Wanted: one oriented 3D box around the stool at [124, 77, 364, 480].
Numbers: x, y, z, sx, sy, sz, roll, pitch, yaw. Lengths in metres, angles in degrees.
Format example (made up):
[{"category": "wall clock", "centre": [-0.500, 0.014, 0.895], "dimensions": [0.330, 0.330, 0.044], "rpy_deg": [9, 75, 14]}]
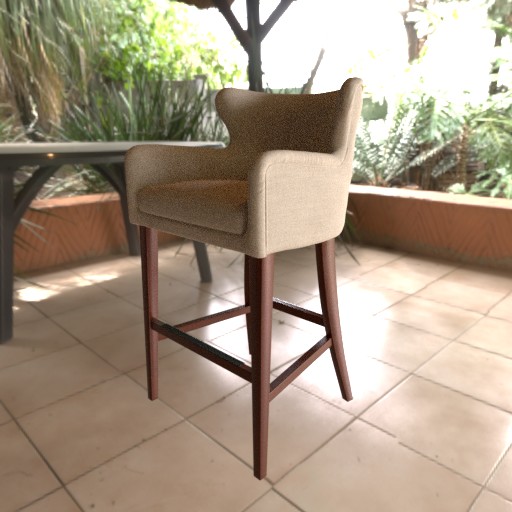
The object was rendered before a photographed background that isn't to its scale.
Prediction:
[{"category": "stool", "centre": [0.000, 0.000, 1.387], "dimensions": [0.556, 1.034, 0.563], "rpy_deg": [15, 22, 42]}]
